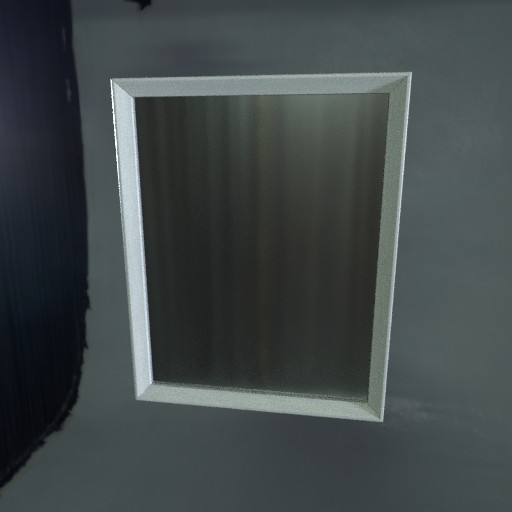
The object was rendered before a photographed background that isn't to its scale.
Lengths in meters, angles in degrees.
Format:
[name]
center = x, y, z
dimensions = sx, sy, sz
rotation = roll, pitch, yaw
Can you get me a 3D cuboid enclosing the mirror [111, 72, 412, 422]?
[mirror]
center = 0.000, 0.000, 0.675
dimensions = 0.406, 0.509, 0.041
rotation = 2, 15, 8
